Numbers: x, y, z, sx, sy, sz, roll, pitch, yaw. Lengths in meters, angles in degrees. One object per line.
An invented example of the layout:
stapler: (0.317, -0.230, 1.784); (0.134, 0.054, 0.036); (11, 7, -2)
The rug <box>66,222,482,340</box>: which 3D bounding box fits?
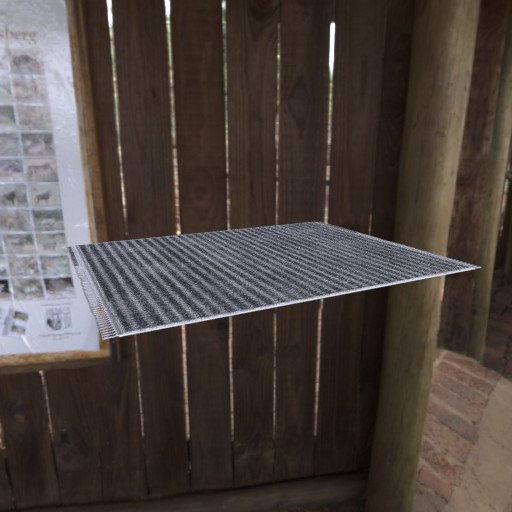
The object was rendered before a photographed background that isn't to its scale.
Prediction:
rug: (0.000, 0.000, 3.874); (2.910, 0.013, 2.256); (-7, 17, -26)
